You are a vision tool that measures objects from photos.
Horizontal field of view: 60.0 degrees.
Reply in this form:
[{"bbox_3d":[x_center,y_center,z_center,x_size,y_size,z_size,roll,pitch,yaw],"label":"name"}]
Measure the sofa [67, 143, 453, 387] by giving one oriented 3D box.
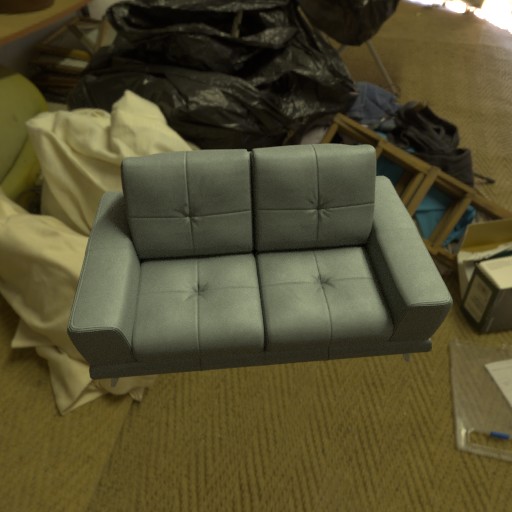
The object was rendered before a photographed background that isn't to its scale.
[{"bbox_3d":[0.000,0.000,2.401,1.806,0.907,1.018,-4,46,-4],"label":"sofa"}]
